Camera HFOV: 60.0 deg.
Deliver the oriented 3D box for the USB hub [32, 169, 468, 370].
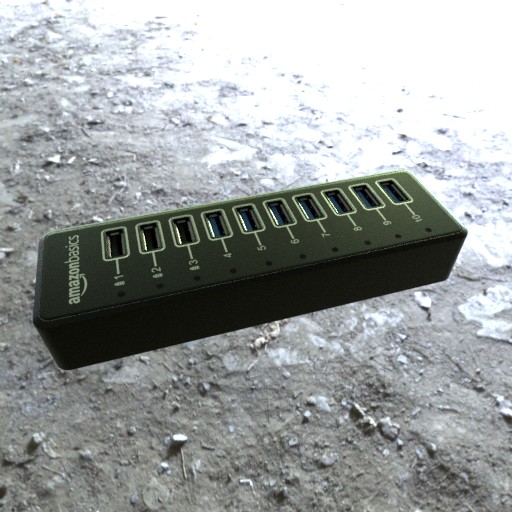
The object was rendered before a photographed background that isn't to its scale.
[{"bbox_3d":[0.000,0.000,0.162,0.145,0.023,0.044,-12,45,-12],"label":"USB hub"}]
